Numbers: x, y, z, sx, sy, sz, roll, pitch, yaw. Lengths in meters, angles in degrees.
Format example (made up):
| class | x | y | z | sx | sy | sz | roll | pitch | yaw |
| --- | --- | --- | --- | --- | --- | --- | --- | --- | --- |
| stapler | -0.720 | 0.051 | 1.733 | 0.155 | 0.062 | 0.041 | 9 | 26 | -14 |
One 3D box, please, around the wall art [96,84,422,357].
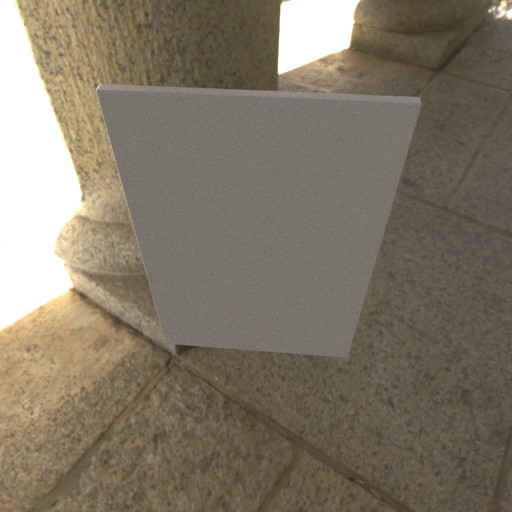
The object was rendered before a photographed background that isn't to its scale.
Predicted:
| class | x | y | z | sx | sy | sz | roll | pitch | yaw |
| --- | --- | --- | --- | --- | --- | --- | --- | --- | --- |
| wall art | 0.000 | 0.000 | 1.054 | 0.556 | 0.813 | 0.026 | 4 | 47 | 3 |
